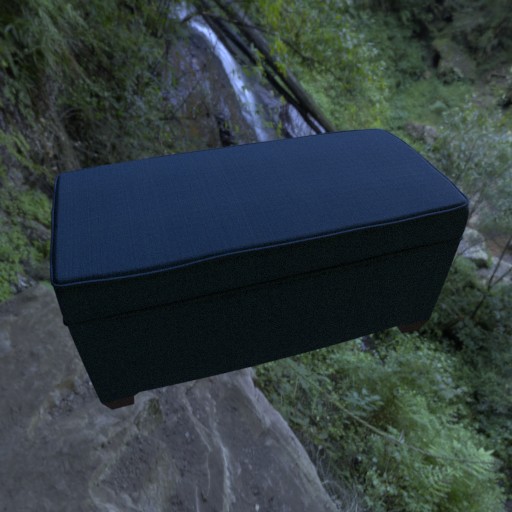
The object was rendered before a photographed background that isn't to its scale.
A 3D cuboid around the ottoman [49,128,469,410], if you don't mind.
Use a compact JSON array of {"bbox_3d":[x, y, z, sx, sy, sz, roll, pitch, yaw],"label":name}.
[{"bbox_3d":[0.000,0.000,1.209,0.943,0.474,0.474,-11,43,-13],"label":"ottoman"}]
